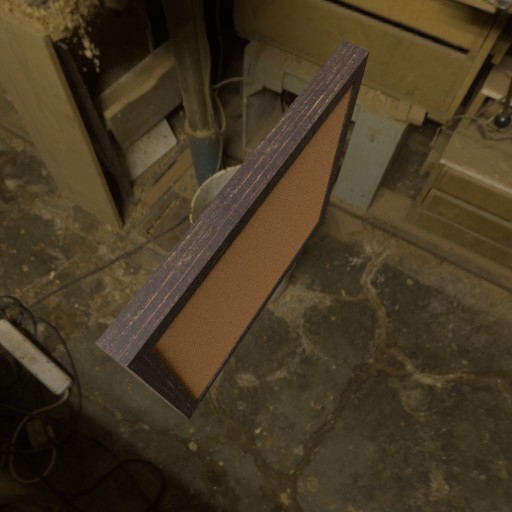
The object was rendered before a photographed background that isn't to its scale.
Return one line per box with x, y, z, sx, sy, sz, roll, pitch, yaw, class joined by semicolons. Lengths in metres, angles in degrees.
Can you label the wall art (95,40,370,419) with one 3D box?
0.000;0.000;0.533;0.031;0.330;0.381;30;67;14;wall art
